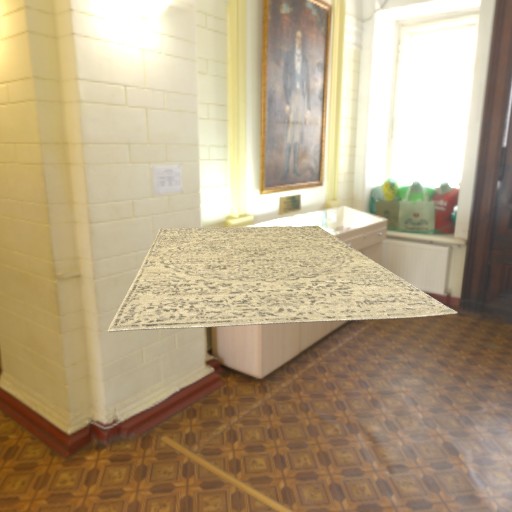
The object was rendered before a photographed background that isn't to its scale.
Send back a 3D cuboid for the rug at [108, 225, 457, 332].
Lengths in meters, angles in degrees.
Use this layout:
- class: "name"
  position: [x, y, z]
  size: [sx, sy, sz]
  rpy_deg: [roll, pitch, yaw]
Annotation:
- class: "rug"
  position: [0.000, 0.000, 3.085]
  size: [1.527, 0.021, 2.447]
  rpy_deg: [-2, 13, -7]
